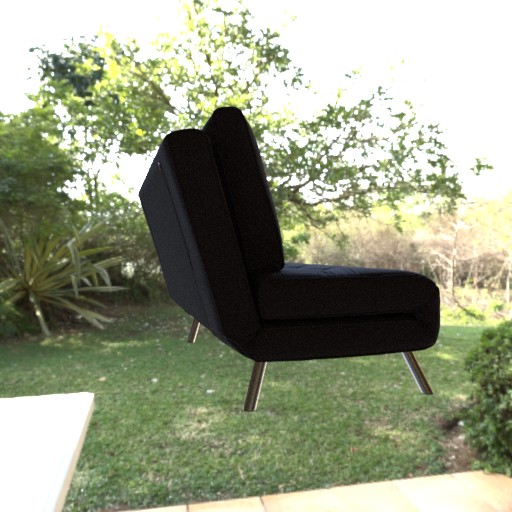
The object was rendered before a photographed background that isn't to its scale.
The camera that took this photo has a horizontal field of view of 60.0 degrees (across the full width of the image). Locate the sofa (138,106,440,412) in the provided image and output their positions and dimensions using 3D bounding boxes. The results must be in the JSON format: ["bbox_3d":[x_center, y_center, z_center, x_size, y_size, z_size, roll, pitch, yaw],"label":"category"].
[{"bbox_3d":[0.000,0.000,1.883,0.910,0.910,1.220,0,1,-18],"label":"sofa"}]
